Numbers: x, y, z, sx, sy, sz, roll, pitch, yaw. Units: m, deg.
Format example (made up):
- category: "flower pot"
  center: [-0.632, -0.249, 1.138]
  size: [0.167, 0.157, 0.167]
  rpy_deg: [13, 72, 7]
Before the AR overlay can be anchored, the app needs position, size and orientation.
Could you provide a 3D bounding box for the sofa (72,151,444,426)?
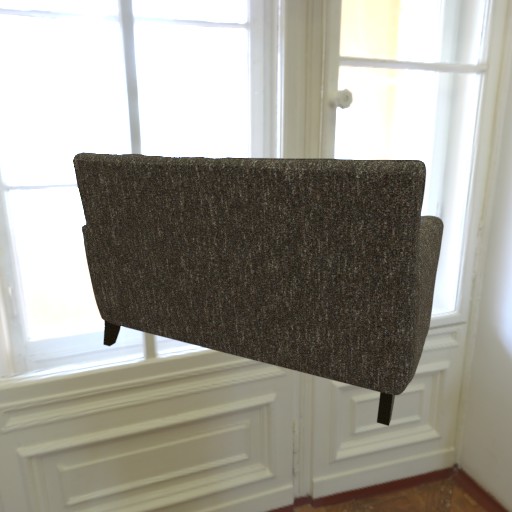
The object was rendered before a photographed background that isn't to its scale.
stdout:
- category: "sofa"
  center: [0.000, 0.000, 2.045]
  size: [1.519, 0.946, 0.801]
  rpy_deg: [8, 18, 26]
